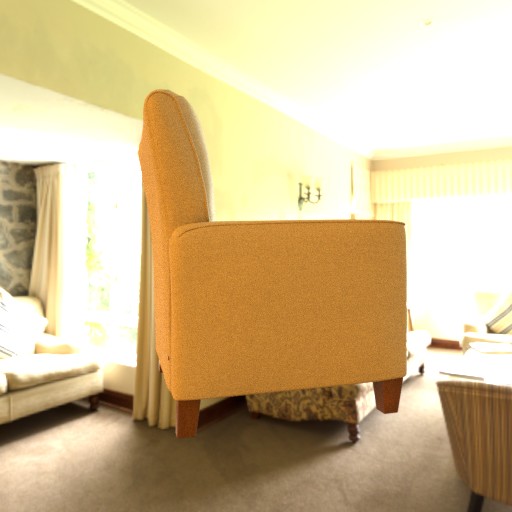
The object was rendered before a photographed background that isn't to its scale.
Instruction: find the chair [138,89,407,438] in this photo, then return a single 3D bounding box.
[{"bbox_3d":[0.000,0.000,1.698,0.858,1.023,0.841,0,1,-17],"label":"chair"}]
